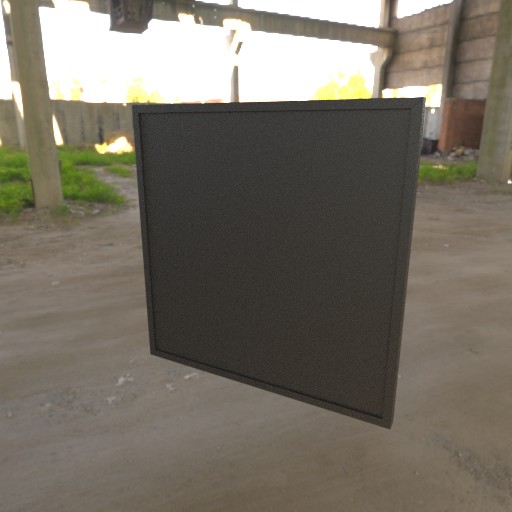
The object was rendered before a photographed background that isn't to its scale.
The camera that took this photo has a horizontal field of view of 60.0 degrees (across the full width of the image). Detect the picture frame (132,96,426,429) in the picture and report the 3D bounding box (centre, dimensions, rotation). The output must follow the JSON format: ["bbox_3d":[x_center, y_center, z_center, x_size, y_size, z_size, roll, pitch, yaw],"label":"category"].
[{"bbox_3d":[0.000,0.000,1.178,0.775,0.775,0.032,9,19,28],"label":"picture frame"}]
